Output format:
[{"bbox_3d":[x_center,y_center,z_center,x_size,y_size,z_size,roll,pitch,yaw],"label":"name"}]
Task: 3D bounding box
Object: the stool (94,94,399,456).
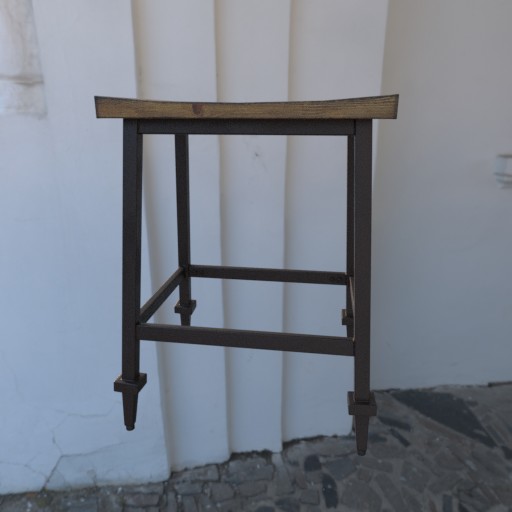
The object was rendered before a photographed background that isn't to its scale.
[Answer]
[{"bbox_3d":[0.000,0.000,0.930,0.486,0.625,0.405,3,18,8],"label":"stool"}]
